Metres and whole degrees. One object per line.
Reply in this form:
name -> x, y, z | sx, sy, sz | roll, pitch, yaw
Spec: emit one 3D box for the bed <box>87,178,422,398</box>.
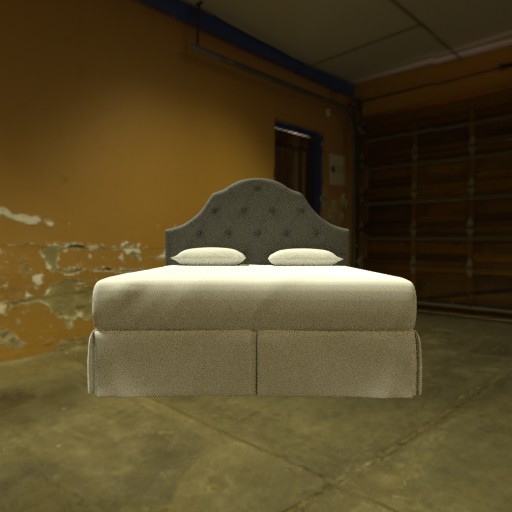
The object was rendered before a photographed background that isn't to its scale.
bed -> 0.000, 0.000, 3.639 | 2.008, 1.615, 2.214 | 0, 1, 1
